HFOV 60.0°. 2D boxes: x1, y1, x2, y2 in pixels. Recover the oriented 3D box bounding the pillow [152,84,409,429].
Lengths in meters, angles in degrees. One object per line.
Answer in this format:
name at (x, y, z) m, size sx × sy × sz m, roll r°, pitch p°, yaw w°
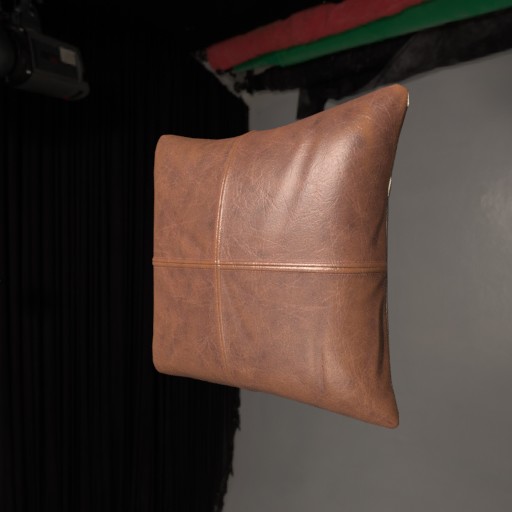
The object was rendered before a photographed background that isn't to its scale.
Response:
pillow at (0.000, 0.000, 0.726) m, size 0.484 × 0.470 × 0.192 m, roll 1°, pitch 1°, yaw 35°
